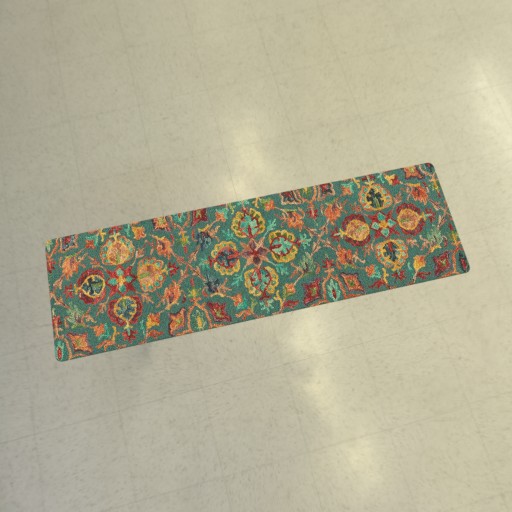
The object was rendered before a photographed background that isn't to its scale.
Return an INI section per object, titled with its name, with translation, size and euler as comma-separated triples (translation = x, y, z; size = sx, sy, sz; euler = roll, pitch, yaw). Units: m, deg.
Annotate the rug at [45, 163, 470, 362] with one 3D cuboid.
[rug]
translation = 0.000, 0.000, 2.470
size = 2.286, 0.013, 0.686
euler = -12, 75, -3
